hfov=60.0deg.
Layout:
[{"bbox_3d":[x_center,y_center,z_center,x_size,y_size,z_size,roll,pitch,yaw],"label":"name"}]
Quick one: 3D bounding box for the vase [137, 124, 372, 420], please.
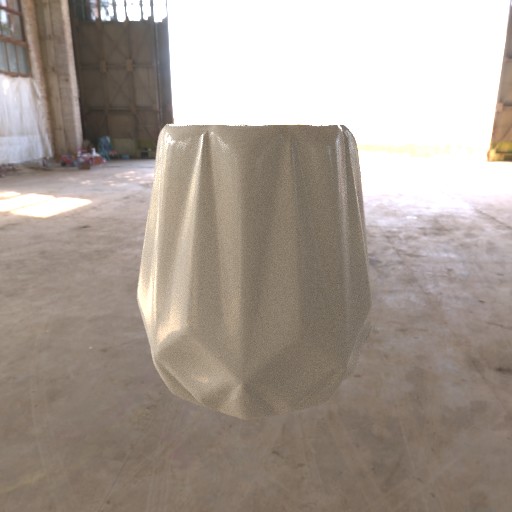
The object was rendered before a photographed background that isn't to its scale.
[{"bbox_3d":[0.000,0.000,0.265,0.141,0.152,0.141,0,17,0],"label":"vase"}]
